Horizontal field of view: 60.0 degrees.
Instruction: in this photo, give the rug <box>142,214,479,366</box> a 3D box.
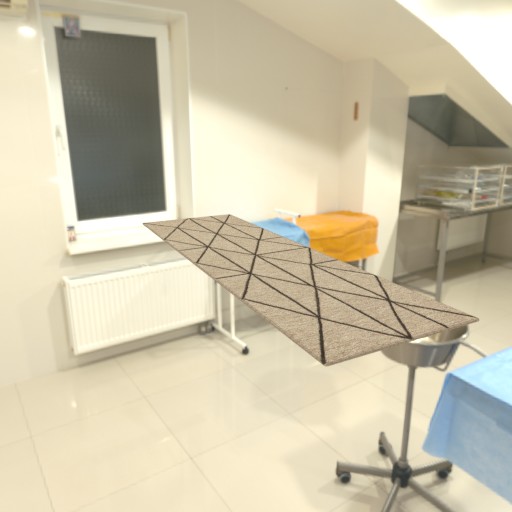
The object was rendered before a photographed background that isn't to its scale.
[{"bbox_3d":[0.000,0.000,2.652,0.762,0.012,2.438,-9,19,-26],"label":"rug"}]
